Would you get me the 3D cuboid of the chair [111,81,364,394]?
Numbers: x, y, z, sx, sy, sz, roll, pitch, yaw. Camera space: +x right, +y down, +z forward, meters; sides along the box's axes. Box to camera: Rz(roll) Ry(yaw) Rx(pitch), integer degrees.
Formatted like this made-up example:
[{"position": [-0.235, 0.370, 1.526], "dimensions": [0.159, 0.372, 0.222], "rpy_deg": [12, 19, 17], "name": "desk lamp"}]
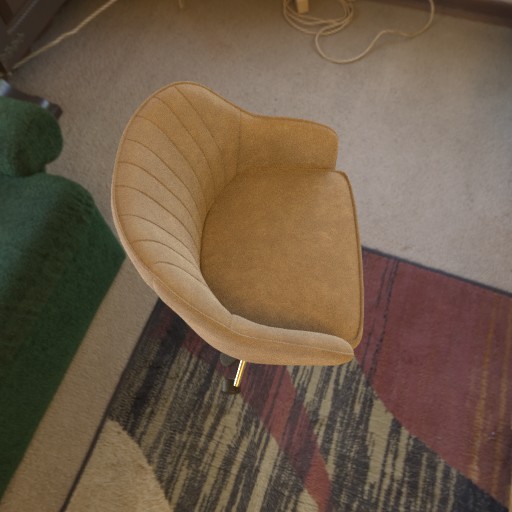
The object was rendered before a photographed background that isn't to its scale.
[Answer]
[{"position": [0.000, 0.000, 1.231], "dimensions": [0.573, 0.831, 0.635], "rpy_deg": [1, 65, 1], "name": "chair"}]
